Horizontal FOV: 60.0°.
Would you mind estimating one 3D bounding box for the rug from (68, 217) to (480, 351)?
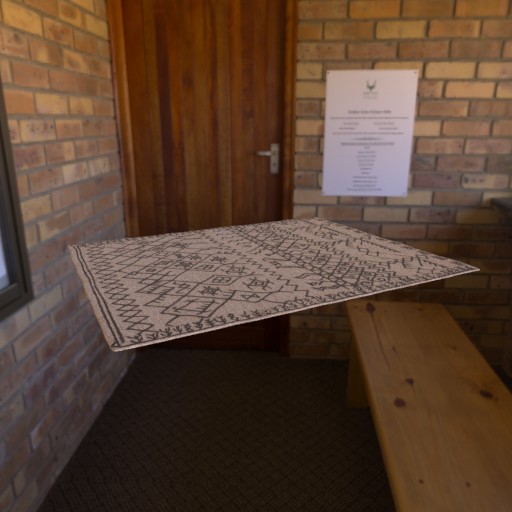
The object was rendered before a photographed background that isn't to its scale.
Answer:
[{"bbox_3d":[0.000,0.000,3.311,2.455,0.025,1.964,-9,19,-26],"label":"rug"}]
